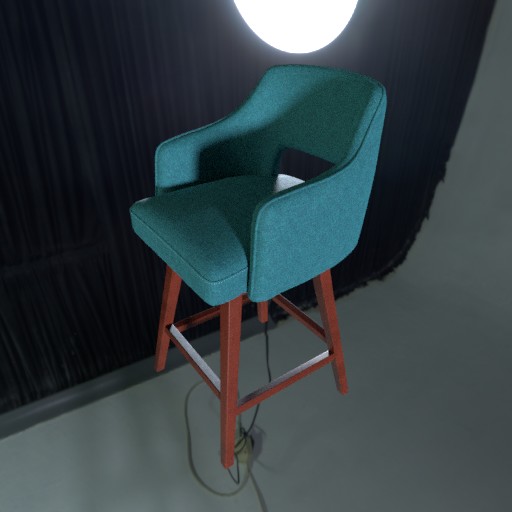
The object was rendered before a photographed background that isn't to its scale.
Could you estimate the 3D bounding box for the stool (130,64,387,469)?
[{"bbox_3d":[0.000,0.000,1.275,0.556,0.961,0.548,-20,37,-30],"label":"stool"}]
